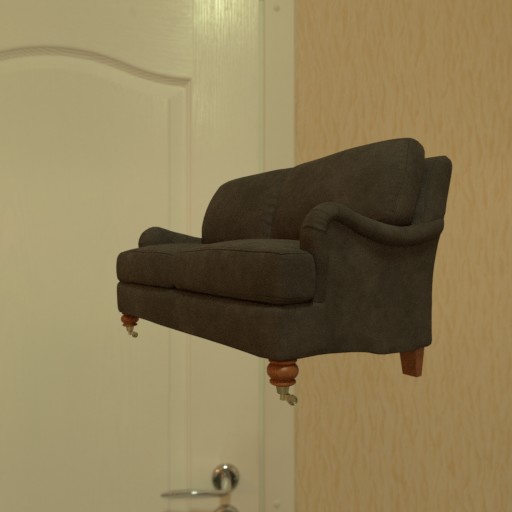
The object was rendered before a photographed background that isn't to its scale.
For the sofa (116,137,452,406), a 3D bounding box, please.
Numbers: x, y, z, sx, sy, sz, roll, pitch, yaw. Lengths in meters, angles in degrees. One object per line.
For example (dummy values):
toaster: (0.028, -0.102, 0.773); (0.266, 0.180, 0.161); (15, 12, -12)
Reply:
sofa: (0.000, 0.000, 2.541); (1.084, 1.101, 1.853); (0, 0, -35)
